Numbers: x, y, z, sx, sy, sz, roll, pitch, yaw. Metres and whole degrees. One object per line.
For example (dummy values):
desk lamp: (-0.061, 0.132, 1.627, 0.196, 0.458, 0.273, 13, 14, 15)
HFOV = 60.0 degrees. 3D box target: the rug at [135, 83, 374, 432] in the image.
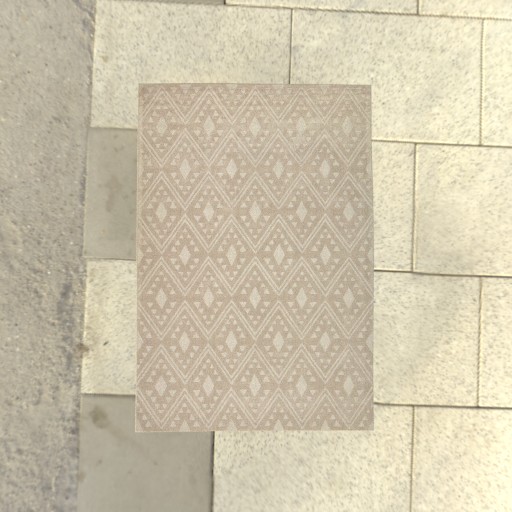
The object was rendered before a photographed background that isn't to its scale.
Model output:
rug: (0.000, 0.000, 2.335, 1.252, 0.034, 1.829, 0, 89, -1)
